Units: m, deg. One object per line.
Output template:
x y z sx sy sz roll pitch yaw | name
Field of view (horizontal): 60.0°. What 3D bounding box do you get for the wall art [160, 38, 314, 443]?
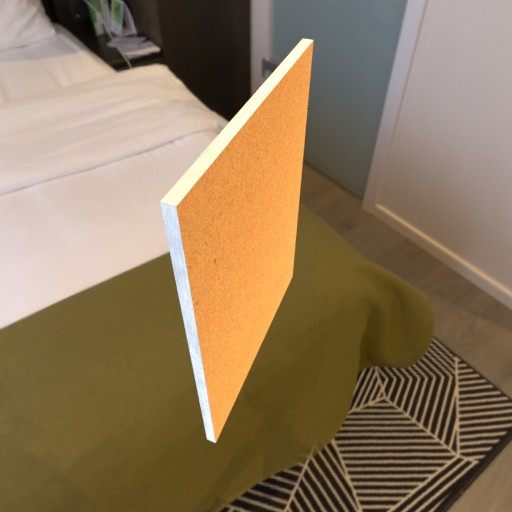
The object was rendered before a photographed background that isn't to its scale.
0.000 0.000 0.829 0.020 0.613 0.481 16 48 15 | wall art
